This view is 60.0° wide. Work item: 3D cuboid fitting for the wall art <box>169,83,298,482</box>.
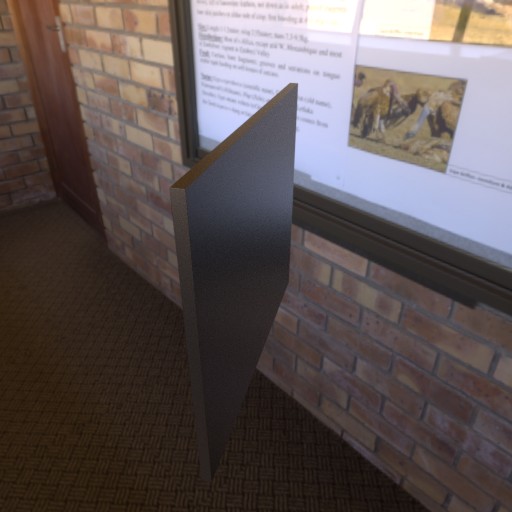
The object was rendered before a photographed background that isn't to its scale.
[{"bbox_3d":[0.000,0.000,0.538,0.012,0.332,0.383,8,32,13],"label":"wall art"}]
